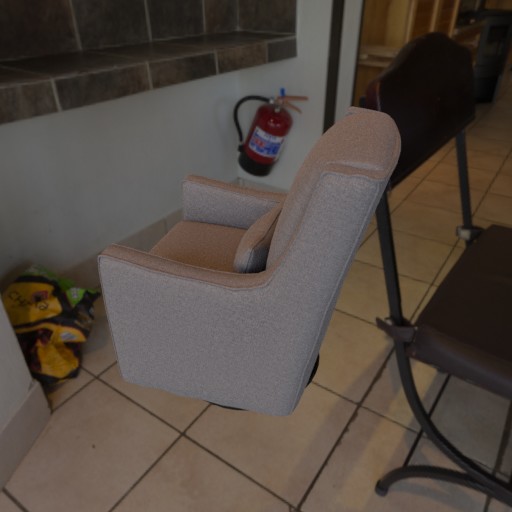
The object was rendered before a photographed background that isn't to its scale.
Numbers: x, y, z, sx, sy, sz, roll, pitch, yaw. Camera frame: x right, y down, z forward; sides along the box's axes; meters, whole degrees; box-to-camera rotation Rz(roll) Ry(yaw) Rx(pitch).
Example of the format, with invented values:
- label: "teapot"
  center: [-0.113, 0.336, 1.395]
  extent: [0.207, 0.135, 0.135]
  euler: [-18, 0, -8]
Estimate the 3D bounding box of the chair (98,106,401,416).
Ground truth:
- label: "chair"
  center: [0.000, 0.000, 1.632]
  extent: [0.879, 0.993, 0.732]
  euler: [8, 32, 13]
